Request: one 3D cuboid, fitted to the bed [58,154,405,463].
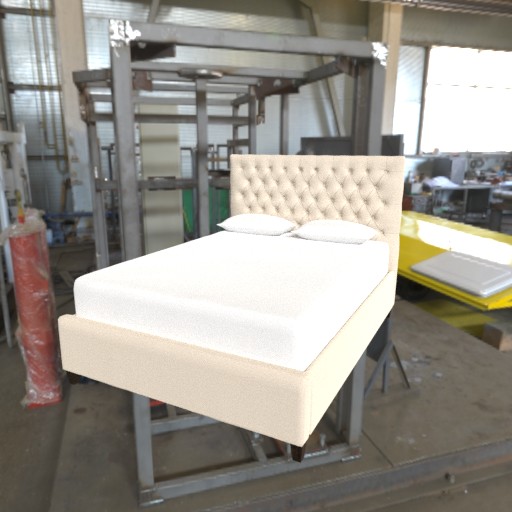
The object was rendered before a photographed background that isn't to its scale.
[{"bbox_3d":[0.000,0.000,3.297,1.696,1.426,2.233,7,16,27],"label":"bed"}]
